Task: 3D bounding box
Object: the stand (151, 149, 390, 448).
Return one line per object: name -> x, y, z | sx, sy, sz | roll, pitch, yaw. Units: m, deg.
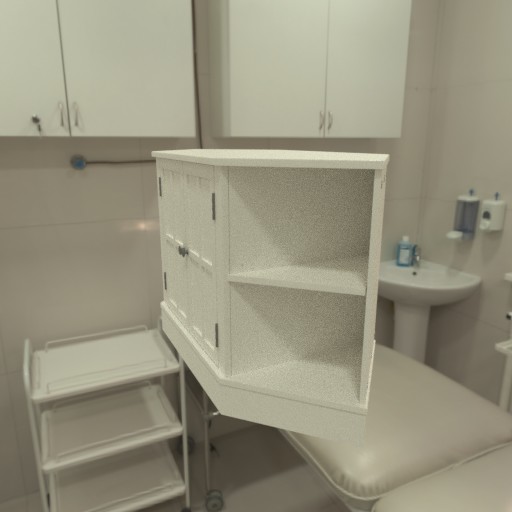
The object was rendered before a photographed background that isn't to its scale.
stand -> 0.000, 0.000, 1.351 | 0.477, 0.614, 1.072 | -7, 16, -25
